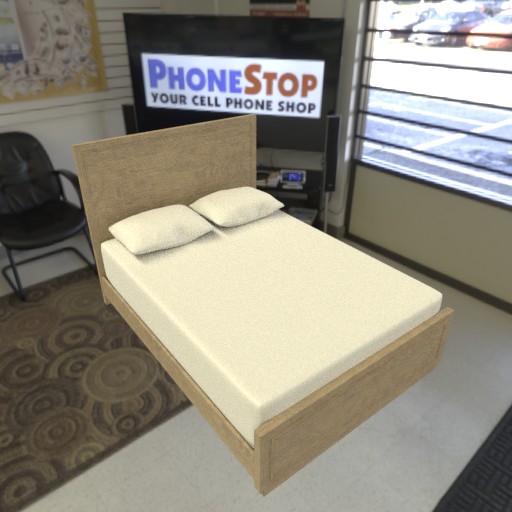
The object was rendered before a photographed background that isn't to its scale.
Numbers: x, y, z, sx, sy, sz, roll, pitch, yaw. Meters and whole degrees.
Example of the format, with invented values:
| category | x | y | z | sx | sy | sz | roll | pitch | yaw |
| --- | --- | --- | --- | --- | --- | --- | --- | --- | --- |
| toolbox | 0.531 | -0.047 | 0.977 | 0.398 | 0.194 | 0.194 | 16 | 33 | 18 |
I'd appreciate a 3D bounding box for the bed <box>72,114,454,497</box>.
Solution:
| category | x | y | z | sx | sy | sz | roll | pitch | yaw |
| --- | --- | --- | --- | --- | --- | --- | --- | --- | --- |
| bed | 0.000 | 0.000 | 3.137 | 1.606 | 1.369 | 2.189 | -21 | 36 | -32 |
